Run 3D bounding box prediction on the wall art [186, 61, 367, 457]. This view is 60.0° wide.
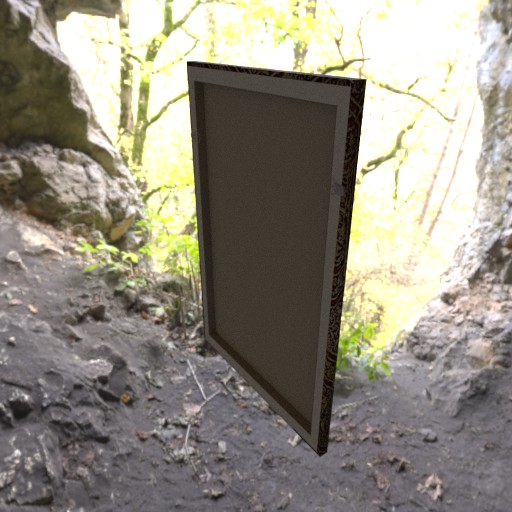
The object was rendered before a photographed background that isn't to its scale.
[{"bbox_3d":[0.000,0.000,0.766,0.020,0.599,0.397,-18,32,-31],"label":"wall art"}]
